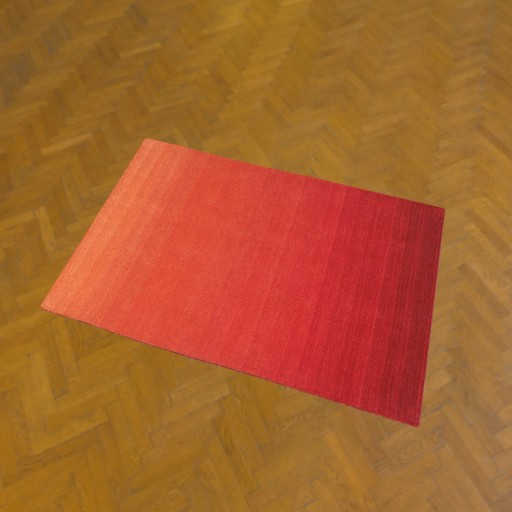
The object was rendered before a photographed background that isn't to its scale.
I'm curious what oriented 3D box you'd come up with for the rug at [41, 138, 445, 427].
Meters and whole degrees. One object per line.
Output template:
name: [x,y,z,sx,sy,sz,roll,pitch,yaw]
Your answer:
rug: [0.000,0.000,2.320,1.835,0.018,1.230,15,60,9]
